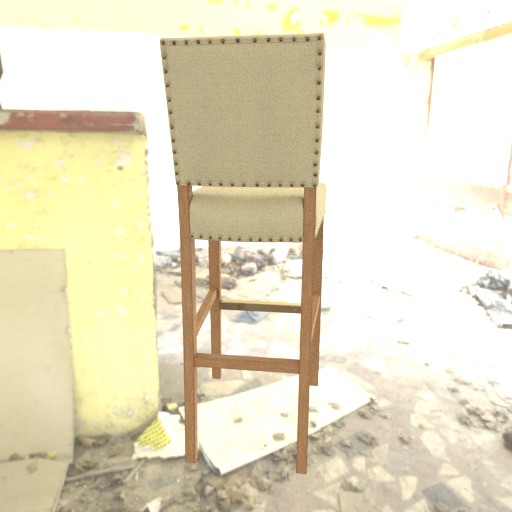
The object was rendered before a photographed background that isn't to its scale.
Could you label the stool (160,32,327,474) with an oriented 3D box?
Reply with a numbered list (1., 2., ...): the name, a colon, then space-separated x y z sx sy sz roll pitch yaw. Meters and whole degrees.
1. stool: 0.000 0.000 1.361 0.428 1.143 0.546 2 15 8
